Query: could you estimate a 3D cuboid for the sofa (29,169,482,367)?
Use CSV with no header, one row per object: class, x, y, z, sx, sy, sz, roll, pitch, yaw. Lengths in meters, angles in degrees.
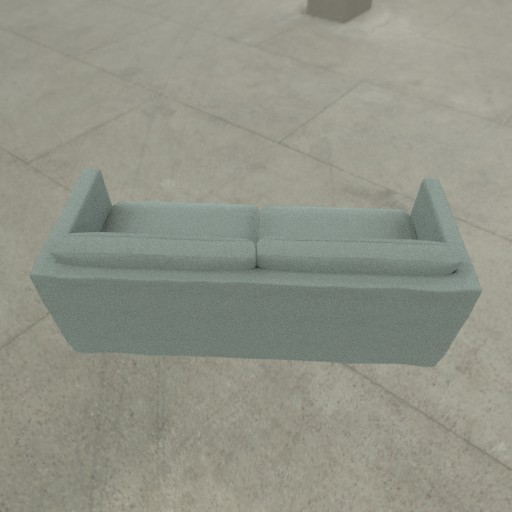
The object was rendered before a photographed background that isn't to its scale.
sofa,0.000,0.000,2.737,2.312,0.853,0.962,2,47,2
